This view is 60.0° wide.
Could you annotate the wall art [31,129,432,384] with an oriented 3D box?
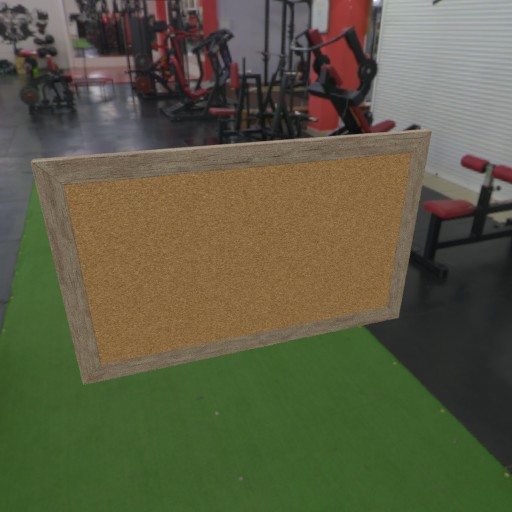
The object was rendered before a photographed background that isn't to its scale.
[{"bbox_3d":[0.000,0.000,0.949,0.780,0.480,0.021,-9,28,-16],"label":"wall art"}]
